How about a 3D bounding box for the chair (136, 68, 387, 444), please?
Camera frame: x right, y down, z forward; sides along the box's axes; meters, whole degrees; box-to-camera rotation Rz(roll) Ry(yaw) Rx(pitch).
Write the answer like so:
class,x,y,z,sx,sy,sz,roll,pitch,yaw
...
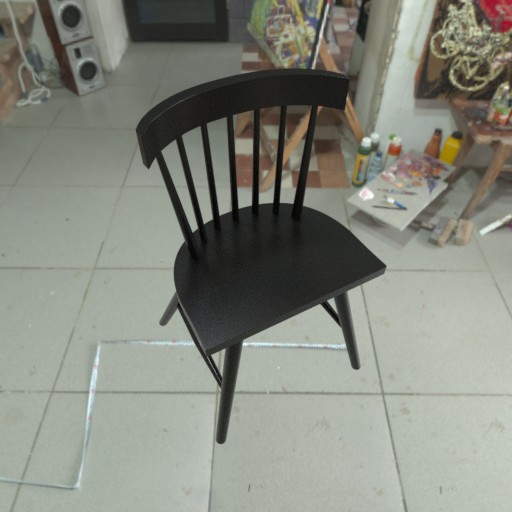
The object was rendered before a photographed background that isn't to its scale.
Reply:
class,x,y,z,sx,sy,sz,roll,pitch,yaw
chair,0.000,0.000,1.160,0.506,0.844,0.483,-22,51,-19
